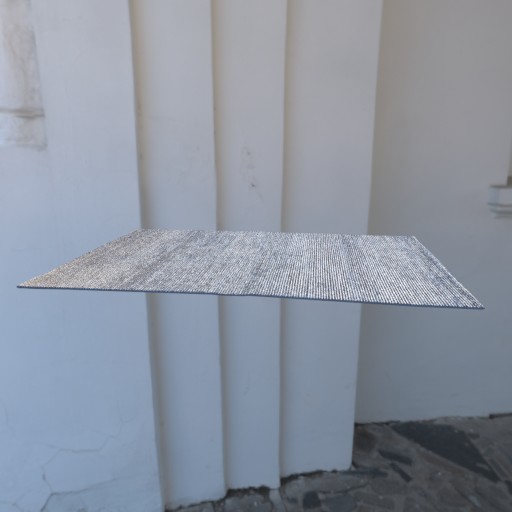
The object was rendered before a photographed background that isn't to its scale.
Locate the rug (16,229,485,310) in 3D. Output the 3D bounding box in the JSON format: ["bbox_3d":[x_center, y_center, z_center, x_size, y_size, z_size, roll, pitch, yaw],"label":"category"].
[{"bbox_3d":[0.000,0.000,2.953,2.349,0.030,1.624,2,14,8],"label":"rug"}]
